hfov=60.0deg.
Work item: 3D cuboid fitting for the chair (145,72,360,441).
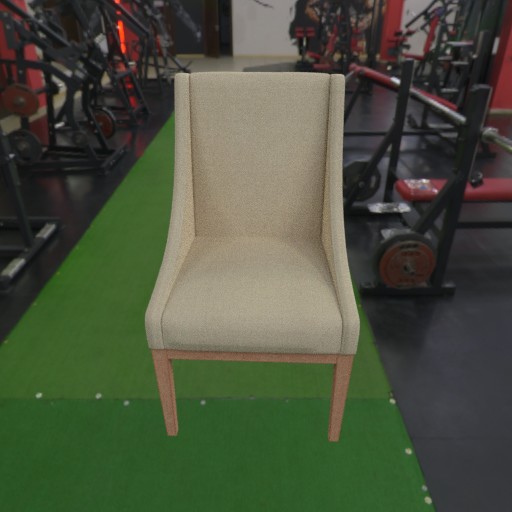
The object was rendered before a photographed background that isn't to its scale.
[{"bbox_3d":[0.000,0.000,1.415,0.575,1.021,0.611,1,30,2],"label":"chair"}]
